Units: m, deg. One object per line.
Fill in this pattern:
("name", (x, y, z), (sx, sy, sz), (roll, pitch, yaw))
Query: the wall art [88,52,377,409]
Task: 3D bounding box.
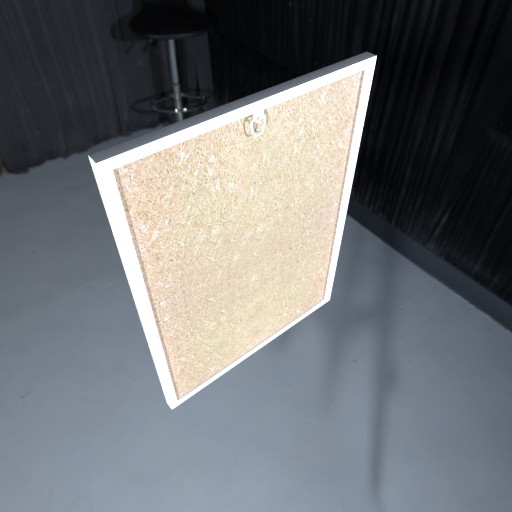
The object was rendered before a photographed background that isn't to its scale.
("wall art", (0.000, 0.000, 1.406), (0.805, 1.056, 0.042), (-30, 53, -26))
